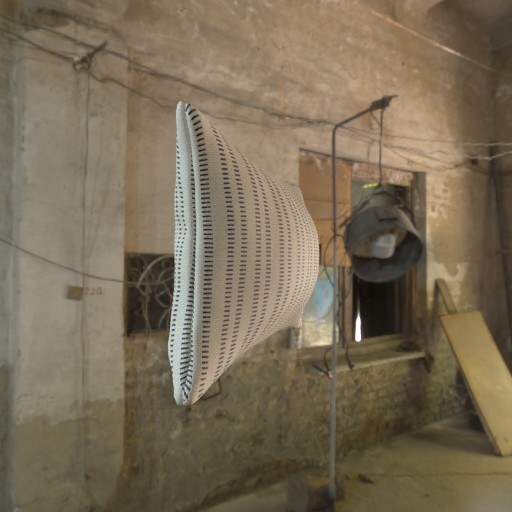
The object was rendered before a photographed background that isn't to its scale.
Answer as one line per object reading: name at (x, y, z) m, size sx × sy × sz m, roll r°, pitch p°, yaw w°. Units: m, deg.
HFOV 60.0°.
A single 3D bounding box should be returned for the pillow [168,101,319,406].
pillow at (0.000, 0.000, 0.809) m, size 0.210 × 0.353 × 0.640 m, roll 0°, pitch 0°, yaw 17°
